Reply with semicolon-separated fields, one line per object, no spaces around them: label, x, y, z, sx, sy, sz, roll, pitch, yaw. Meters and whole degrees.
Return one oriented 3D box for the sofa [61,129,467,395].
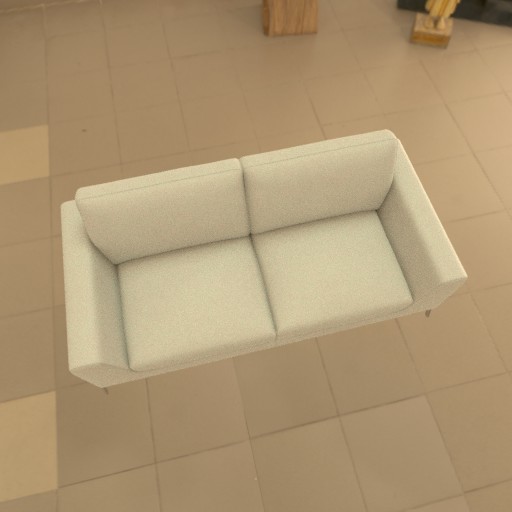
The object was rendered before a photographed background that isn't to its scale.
sofa;0.000;0.000;2.490;2.017;0.875;0.953;-12;64;-6
